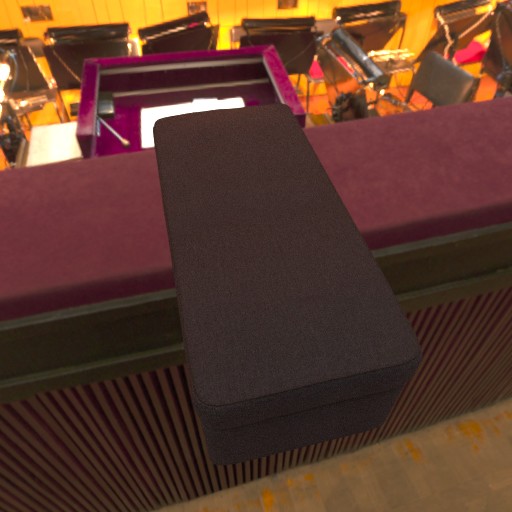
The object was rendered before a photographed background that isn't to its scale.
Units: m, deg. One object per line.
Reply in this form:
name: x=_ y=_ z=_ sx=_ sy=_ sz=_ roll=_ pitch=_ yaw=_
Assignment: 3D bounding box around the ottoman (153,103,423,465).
ottoman: x=0.000 y=0.000 z=1.407 sx=0.515 sy=0.460 sz=1.110 roll=-10 pitch=49 yaw=-9
